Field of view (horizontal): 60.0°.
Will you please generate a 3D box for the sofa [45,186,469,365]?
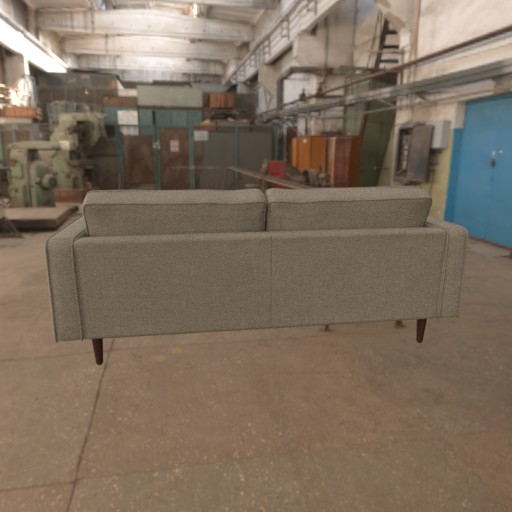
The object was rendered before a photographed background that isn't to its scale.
[{"bbox_3d":[0.000,0.000,2.361,1.879,0.762,0.914,-2,14,-8],"label":"sofa"}]
